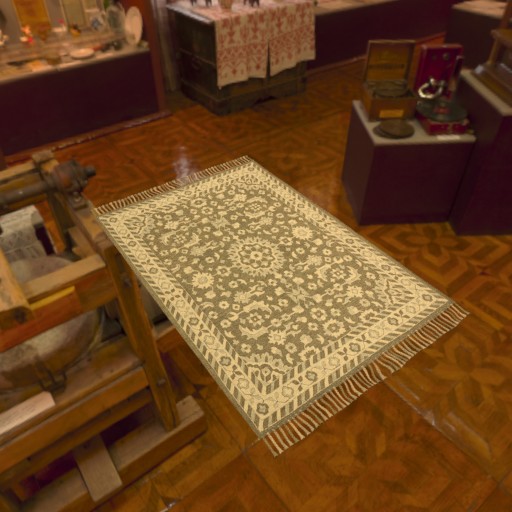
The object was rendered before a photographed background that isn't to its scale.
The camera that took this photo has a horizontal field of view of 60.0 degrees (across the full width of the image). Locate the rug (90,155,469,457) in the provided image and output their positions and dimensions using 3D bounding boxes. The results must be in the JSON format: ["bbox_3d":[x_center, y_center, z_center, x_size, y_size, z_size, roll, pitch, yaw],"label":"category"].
[{"bbox_3d":[0.000,0.000,3.116,1.530,0.025,2.431,-25,47,-26],"label":"rug"}]
